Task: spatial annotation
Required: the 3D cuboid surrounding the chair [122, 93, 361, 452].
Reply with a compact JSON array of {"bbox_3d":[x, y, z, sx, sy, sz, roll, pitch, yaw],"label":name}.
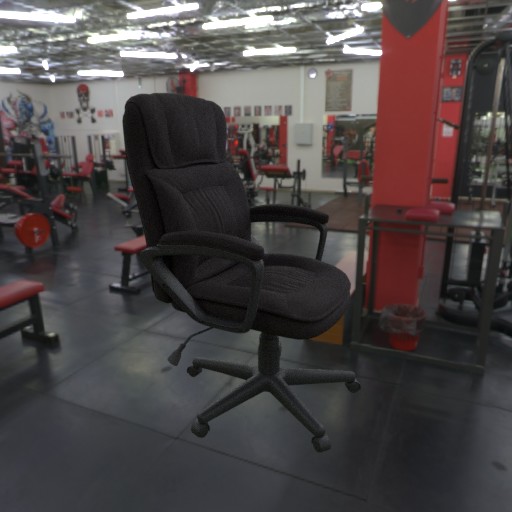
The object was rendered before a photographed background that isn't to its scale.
[{"bbox_3d":[0.000,0.000,1.572,0.724,1.105,0.667,8,18,26],"label":"chair"}]
